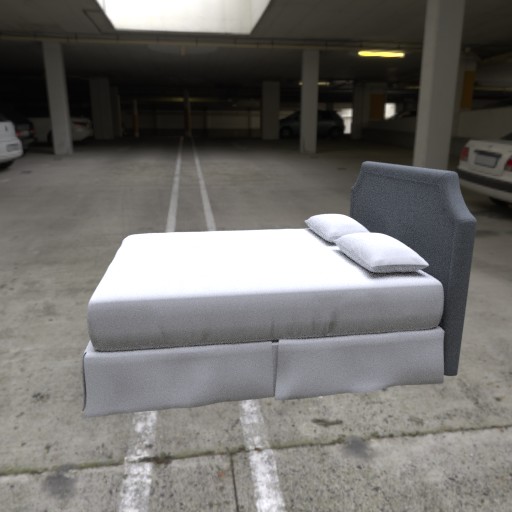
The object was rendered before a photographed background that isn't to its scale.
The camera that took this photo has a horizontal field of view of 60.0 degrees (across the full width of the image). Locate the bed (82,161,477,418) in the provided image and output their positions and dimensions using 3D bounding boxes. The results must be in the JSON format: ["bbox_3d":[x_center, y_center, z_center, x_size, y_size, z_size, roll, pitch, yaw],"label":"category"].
[{"bbox_3d":[0.000,0.000,3.278,2.259,1.296,1.811,-2,15,-9],"label":"bed"}]
